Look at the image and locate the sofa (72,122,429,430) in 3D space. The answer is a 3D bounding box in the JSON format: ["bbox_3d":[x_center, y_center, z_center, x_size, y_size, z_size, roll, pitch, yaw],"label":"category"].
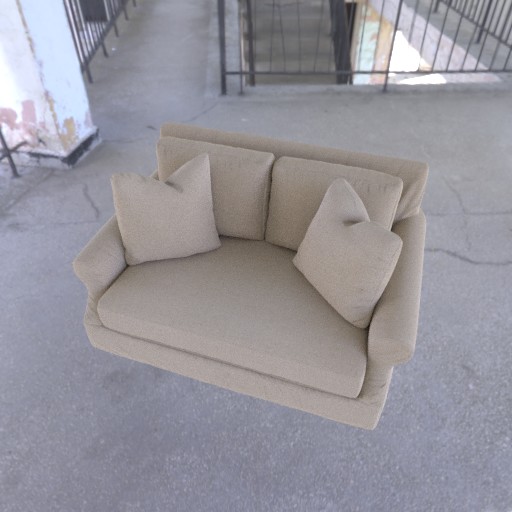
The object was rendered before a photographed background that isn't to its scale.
[{"bbox_3d":[0.000,0.000,2.187,1.550,0.905,1.070,13,43,14],"label":"sofa"}]
